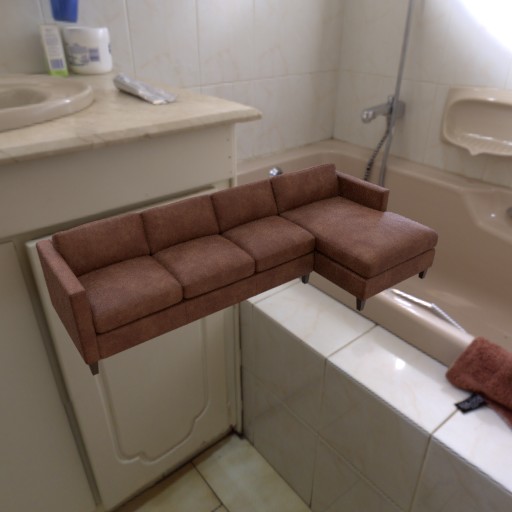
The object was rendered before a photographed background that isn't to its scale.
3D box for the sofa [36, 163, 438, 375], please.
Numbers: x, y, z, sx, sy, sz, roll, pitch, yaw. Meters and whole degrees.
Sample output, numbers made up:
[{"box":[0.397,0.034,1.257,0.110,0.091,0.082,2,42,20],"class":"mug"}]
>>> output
[{"box":[0.000,0.000,3.933,3.203,0.883,1.581,-20,35,-31],"class":"sofa"}]
